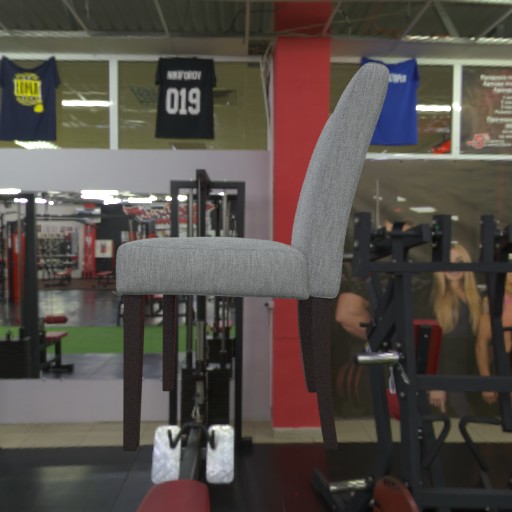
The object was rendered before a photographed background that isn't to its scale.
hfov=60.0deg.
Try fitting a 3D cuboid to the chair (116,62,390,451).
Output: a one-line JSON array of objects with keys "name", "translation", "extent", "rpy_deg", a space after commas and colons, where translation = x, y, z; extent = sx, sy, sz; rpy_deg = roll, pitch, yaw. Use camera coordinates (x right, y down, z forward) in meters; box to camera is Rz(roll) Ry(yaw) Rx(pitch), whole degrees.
[{"name": "chair", "translation": [0.000, 0.000, 1.215], "extent": [0.629, 0.884, 0.487], "rpy_deg": [0, 2, 1]}]
